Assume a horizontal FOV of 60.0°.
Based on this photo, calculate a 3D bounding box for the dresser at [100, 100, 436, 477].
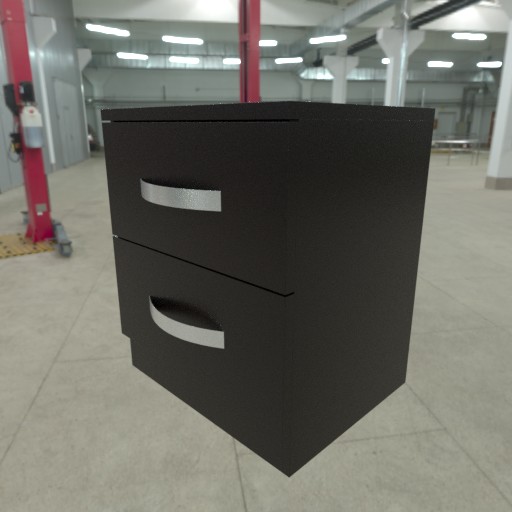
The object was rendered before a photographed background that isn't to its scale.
[{"bbox_3d":[0.000,0.000,0.745,0.360,0.470,0.400,-16,23,-43],"label":"dresser"}]
